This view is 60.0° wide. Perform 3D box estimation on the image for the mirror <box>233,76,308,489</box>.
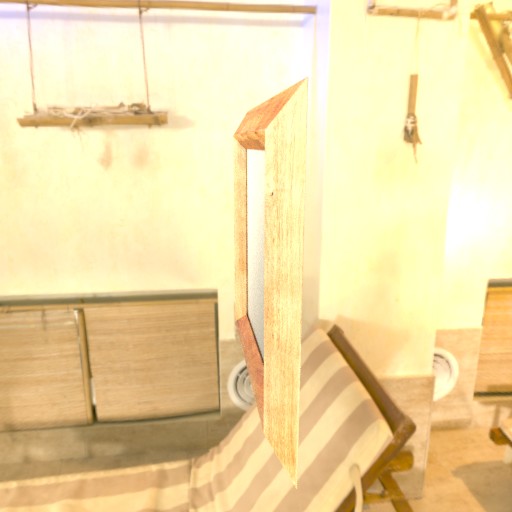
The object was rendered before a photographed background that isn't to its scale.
[{"bbox_3d":[0.000,0.000,0.975,0.047,0.651,0.651,-2,14,-8],"label":"mirror"}]
